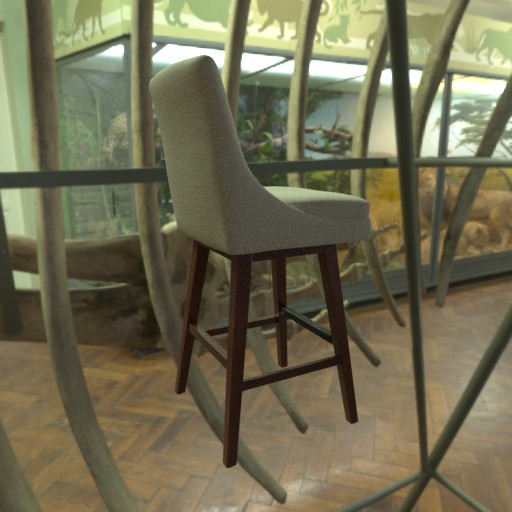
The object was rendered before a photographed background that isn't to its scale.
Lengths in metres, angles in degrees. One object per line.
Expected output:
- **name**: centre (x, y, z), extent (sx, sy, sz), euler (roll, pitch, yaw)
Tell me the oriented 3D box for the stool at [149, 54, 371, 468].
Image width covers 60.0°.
- **stool**: centre (0.000, 0.000, 1.424), extent (0.559, 1.097, 0.470), euler (-7, 15, -27)
